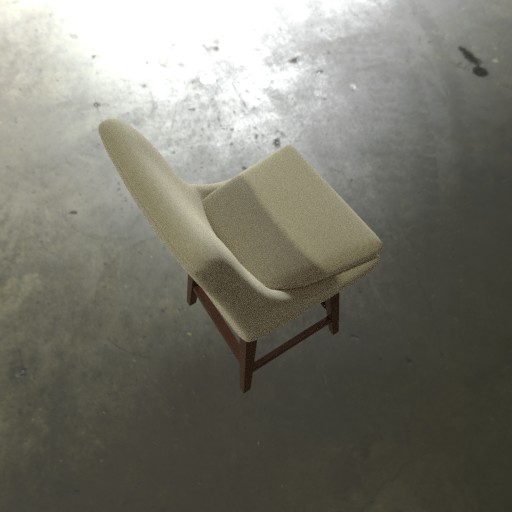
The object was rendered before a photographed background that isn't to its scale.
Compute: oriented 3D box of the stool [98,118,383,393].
[{"bbox_3d":[0.000,0.000,1.339,0.559,0.991,0.483,-29,64,-16],"label":"stool"}]
